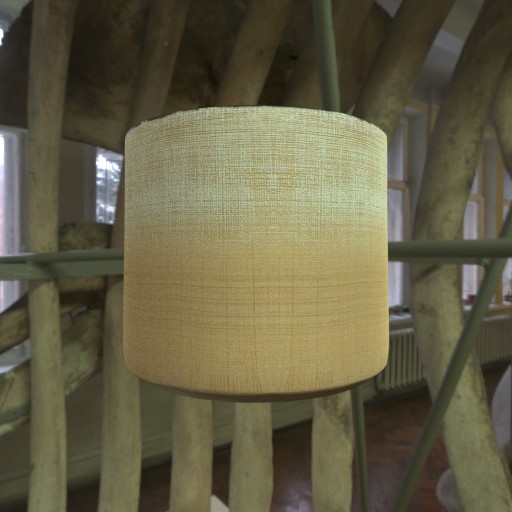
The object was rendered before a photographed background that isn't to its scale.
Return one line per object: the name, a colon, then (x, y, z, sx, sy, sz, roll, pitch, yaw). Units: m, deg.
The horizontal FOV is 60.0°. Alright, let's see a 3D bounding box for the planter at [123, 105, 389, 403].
planter: (0.000, 0.000, 0.441, 0.254, 0.221, 0.254, 0, 1, 0)
